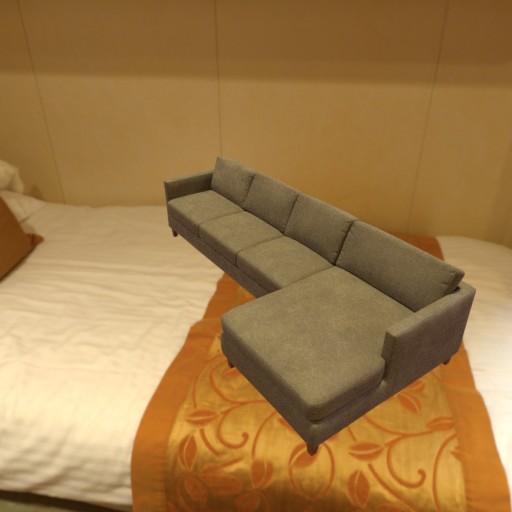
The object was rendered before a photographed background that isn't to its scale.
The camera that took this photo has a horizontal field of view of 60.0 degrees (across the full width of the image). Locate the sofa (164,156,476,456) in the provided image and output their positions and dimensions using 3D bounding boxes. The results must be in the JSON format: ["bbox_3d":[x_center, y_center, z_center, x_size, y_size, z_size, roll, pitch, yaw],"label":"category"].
[{"bbox_3d":[0.000,0.000,4.195,1.604,0.950,3.471,-19,35,-30],"label":"sofa"}]
